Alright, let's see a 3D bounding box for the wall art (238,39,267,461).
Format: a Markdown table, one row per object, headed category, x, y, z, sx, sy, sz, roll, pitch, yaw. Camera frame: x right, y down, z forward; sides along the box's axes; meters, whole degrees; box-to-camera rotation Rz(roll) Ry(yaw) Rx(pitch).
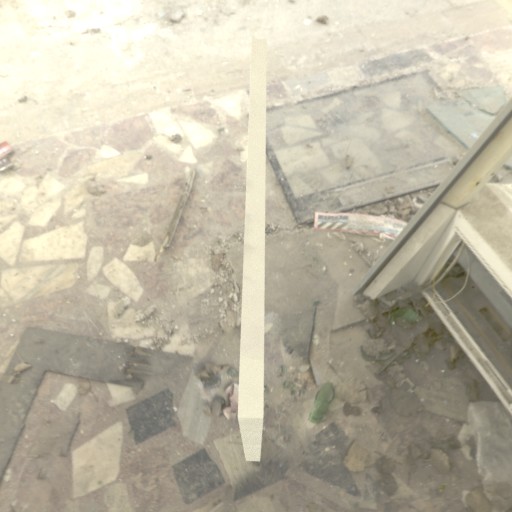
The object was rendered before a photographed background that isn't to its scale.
| category | x | y | z | sx | sy | sz | roll | pitch | yaw |
| --- | --- | --- | --- | --- | --- | --- | --- | --- | --- |
| wall art | 0.000 | 0.000 | 1.153 | 0.038 | 0.610 | 0.915 | 1 | 60 | 0 |
